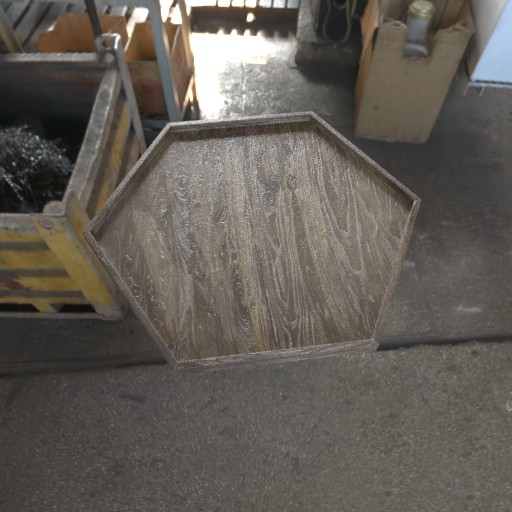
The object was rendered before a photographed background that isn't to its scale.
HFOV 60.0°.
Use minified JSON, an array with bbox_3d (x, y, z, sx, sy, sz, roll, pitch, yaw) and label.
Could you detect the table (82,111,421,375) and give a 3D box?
[{"bbox_3d":[0.000,0.000,1.649,0.966,0.488,1.115,-32,63,-19],"label":"table"}]
